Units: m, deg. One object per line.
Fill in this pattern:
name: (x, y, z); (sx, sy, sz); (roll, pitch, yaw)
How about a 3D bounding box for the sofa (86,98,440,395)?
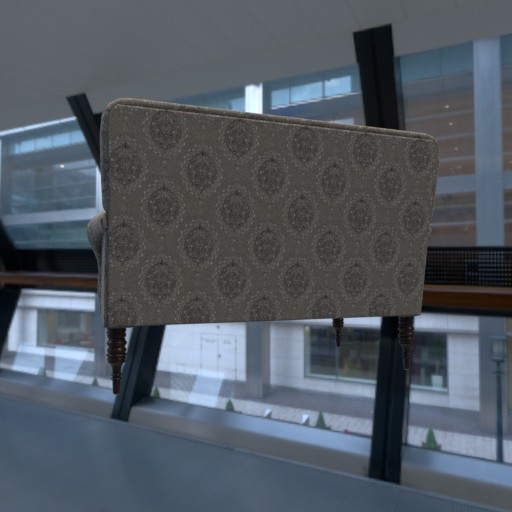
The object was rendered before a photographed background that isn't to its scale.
sofa: (0.000, 0.000, 1.795); (1.297, 0.889, 0.779); (1, -2, -19)
